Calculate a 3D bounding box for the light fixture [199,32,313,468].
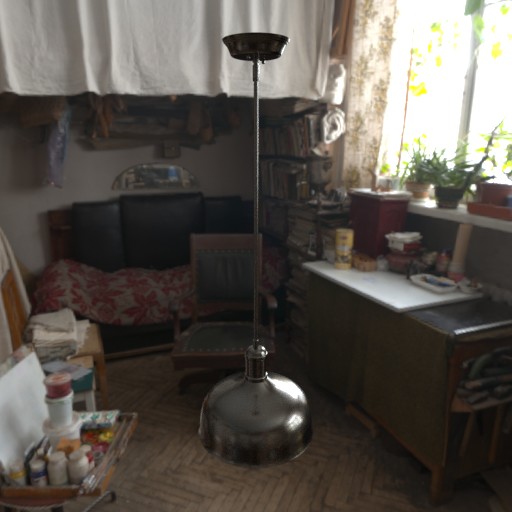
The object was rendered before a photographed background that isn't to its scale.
[{"bbox_3d":[0.000,0.000,1.048,0.299,0.935,0.299,8,17,27],"label":"light fixture"}]
